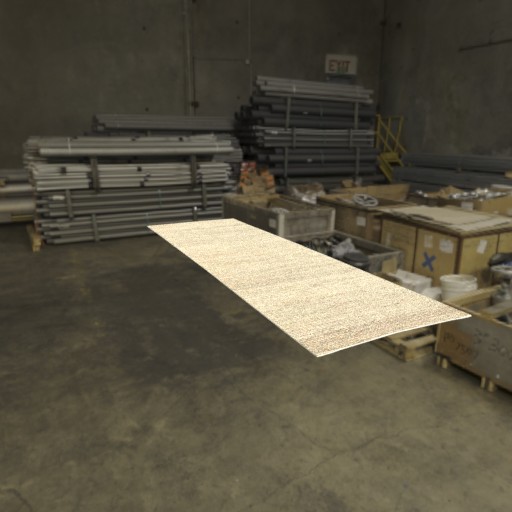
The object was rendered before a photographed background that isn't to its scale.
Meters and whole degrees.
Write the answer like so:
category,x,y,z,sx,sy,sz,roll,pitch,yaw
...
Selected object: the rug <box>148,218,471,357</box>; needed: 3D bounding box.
category,x,y,z,sx,sy,sz,roll,pitch,yaw
rug,0.000,0.000,2.616,0.741,0.014,2.390,-7,17,-25
